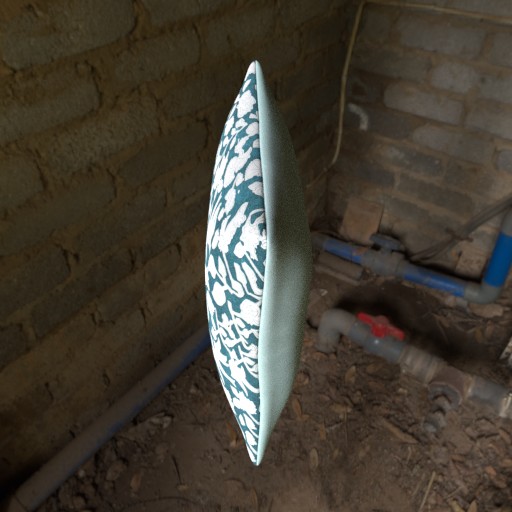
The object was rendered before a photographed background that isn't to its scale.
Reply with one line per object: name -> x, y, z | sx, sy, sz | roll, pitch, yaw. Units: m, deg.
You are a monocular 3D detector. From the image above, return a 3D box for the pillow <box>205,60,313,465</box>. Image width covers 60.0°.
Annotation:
pillow -> 0.000, 0.000, 0.791 | 0.166, 0.508, 0.525 | -1, 42, -1
